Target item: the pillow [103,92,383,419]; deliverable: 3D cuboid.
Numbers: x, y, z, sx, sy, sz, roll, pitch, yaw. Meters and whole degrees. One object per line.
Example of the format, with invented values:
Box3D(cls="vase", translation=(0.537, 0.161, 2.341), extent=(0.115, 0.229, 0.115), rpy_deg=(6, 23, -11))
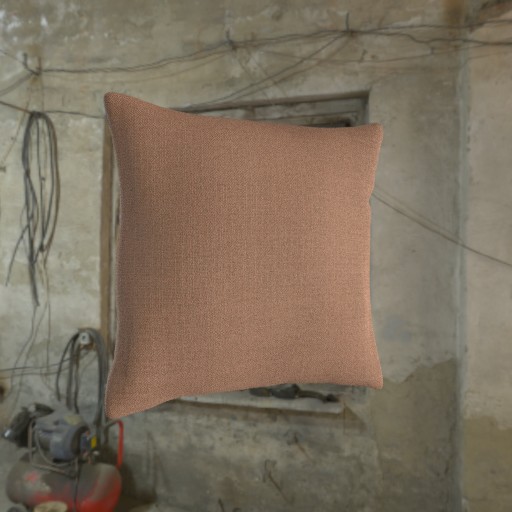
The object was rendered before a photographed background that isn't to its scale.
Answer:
Box3D(cls="pillow", translation=(0.000, 0.000, 0.732), extent=(0.478, 0.479, 0.158), rpy_deg=(0, 0, -19))
